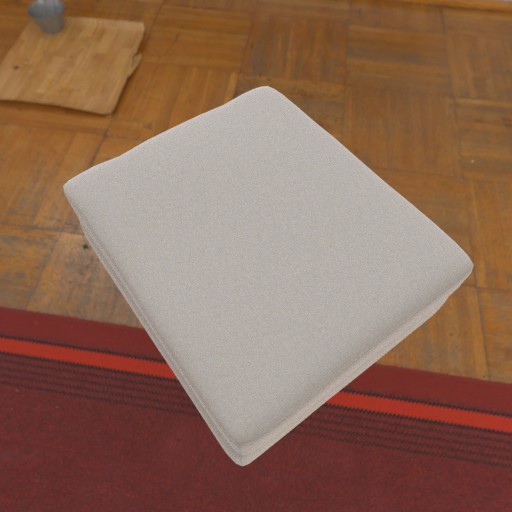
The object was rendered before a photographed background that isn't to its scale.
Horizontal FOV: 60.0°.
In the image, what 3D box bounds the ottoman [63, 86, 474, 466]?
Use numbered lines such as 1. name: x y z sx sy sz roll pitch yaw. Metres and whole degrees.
1. ottoman: 0.000 0.000 1.459 0.836 0.492 0.976 -32 64 -18
